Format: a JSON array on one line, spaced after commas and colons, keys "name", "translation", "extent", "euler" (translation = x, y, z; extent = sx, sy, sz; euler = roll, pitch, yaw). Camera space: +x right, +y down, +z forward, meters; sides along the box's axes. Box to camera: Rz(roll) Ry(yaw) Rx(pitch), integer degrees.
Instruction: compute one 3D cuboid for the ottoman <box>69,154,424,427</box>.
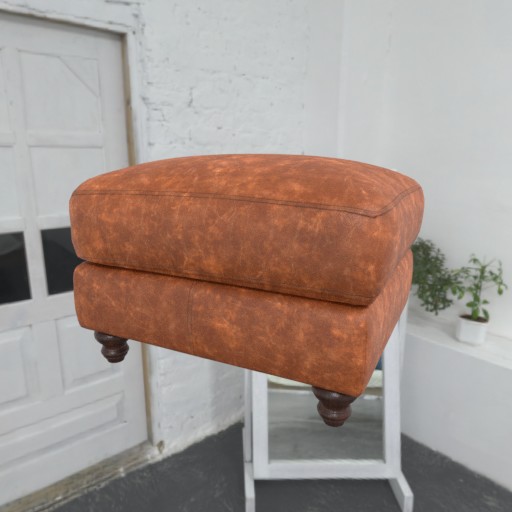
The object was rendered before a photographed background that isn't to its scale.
[{"name": "ottoman", "translation": [0.000, 0.000, 1.253], "extent": [0.832, 0.562, 0.657], "euler": [7, 16, 25]}]
